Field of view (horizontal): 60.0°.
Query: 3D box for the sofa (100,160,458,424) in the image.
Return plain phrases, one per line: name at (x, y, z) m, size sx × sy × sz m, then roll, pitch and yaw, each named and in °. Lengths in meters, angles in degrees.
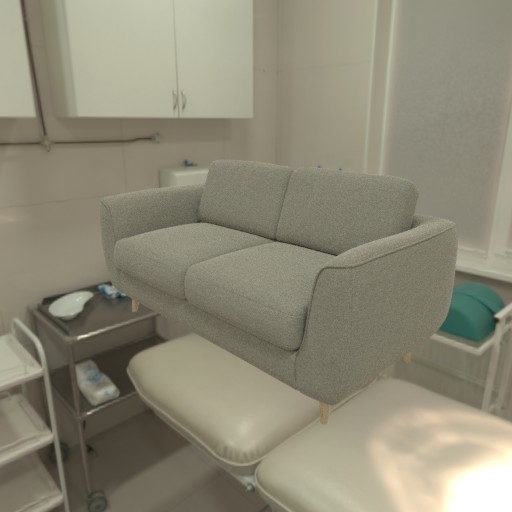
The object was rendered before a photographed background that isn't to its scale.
sofa at (0.000, 0.000, 2.203) m, size 0.920 × 0.850 × 1.700 m, roll -16°, pitch 23°, yaw -42°
